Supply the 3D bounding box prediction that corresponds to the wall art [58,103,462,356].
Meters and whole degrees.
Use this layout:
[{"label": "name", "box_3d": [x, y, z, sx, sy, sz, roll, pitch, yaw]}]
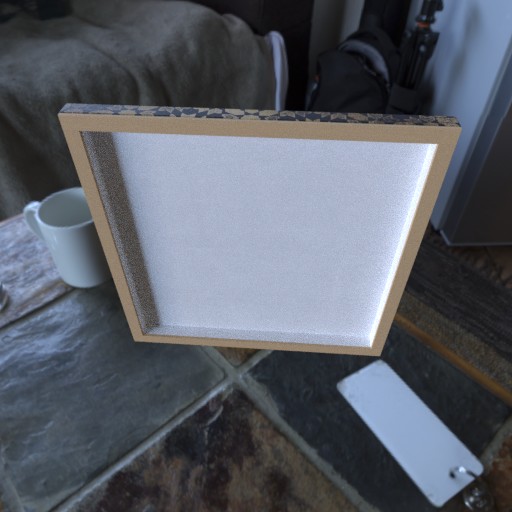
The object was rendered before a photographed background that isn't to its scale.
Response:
[{"label": "wall art", "box_3d": [0.000, 0.000, 0.896, 0.612, 0.612, 0.038, 3, 45, 3]}]
